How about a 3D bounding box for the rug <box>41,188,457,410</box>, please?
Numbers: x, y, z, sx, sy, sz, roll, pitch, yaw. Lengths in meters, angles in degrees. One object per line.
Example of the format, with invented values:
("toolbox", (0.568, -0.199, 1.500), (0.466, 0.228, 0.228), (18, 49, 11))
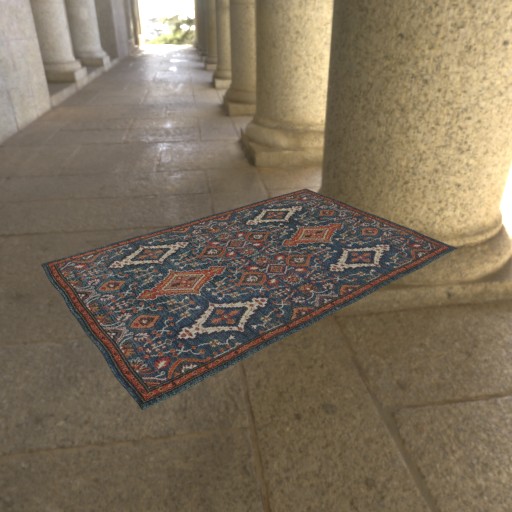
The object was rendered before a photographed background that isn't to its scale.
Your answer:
("rug", (0.000, 0.000, 4.218), (3.371, 0.008, 2.190), (-20, 34, -32))
